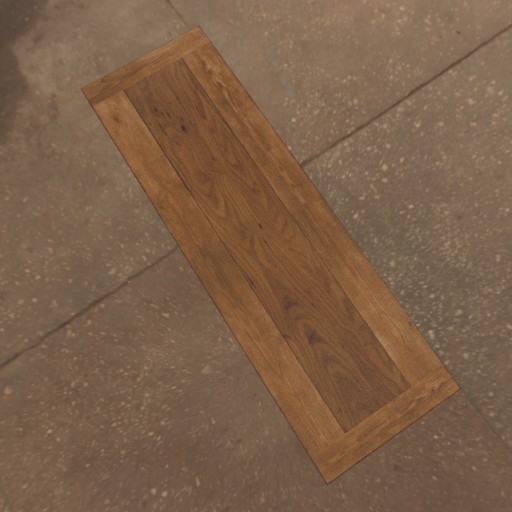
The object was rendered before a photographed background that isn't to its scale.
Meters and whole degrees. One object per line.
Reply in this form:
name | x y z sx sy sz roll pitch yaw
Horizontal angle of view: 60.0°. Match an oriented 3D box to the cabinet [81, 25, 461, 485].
cabinet | 0.000 0.000 1.795 0.480 0.813 1.474 -32 79 -7
